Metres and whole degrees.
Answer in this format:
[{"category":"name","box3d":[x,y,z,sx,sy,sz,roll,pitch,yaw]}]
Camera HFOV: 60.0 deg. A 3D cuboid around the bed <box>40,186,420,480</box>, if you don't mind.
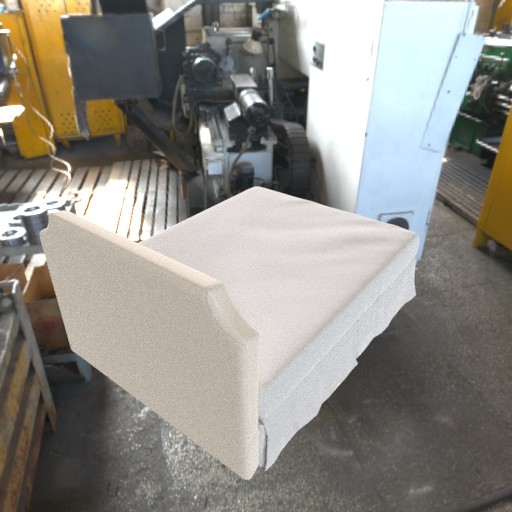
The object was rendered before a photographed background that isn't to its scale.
[{"category":"bed","box3d":[0.000,0.000,3.580,1.977,1.293,2.498,22,37,32]}]
